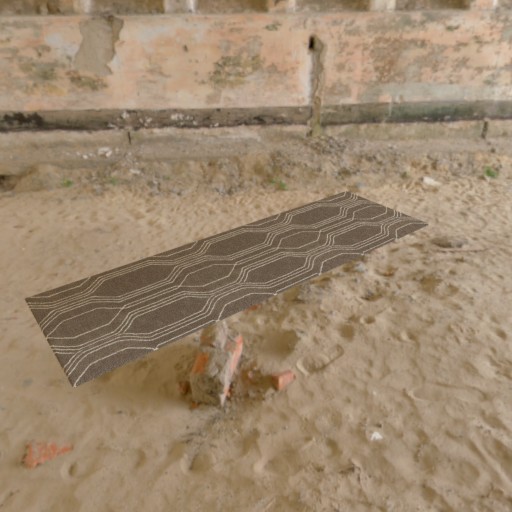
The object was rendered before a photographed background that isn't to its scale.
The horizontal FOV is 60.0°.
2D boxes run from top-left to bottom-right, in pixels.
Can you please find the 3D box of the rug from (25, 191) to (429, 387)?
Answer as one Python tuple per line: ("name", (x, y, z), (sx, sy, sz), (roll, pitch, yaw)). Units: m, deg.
("rug", (0.000, 0.000, 2.705), (2.464, 0.012, 0.773), (-21, 36, -32))
